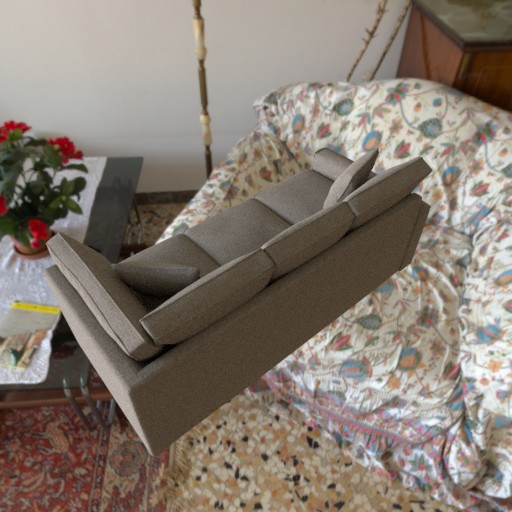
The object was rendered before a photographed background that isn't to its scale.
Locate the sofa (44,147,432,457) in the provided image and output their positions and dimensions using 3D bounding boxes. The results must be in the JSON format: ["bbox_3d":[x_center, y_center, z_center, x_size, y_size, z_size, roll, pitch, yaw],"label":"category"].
[{"bbox_3d":[0.000,0.000,2.913,2.317,0.962,1.061,-31,52,-28],"label":"sofa"}]
